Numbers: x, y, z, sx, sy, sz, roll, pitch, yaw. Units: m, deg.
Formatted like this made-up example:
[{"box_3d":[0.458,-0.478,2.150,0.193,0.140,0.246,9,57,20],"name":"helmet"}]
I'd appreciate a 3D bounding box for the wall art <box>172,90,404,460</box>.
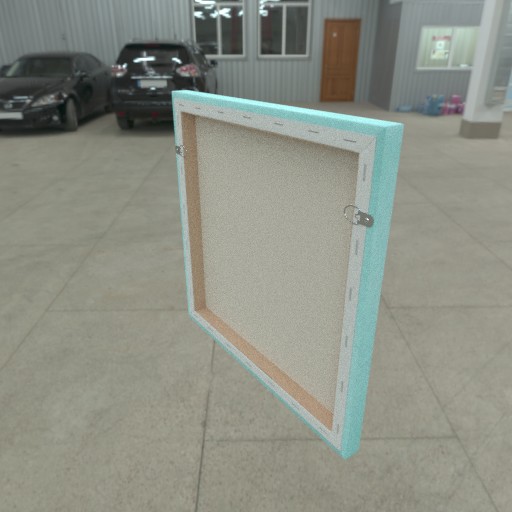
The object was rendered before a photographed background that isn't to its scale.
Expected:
[{"box_3d":[0.000,0.000,1.166,0.054,0.766,0.765,-18,31,-32],"name":"wall art"}]
